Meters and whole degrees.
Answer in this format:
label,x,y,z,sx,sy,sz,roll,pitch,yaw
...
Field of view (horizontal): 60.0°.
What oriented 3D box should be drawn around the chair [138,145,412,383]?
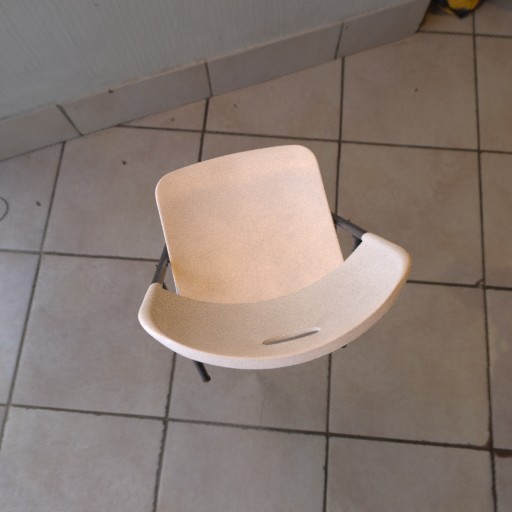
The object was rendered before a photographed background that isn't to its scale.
label,x,y,z,sx,sy,sz,roll,pitch,yaw
chair,0.000,0.000,1.136,0.494,0.810,0.566,-13,76,-3
